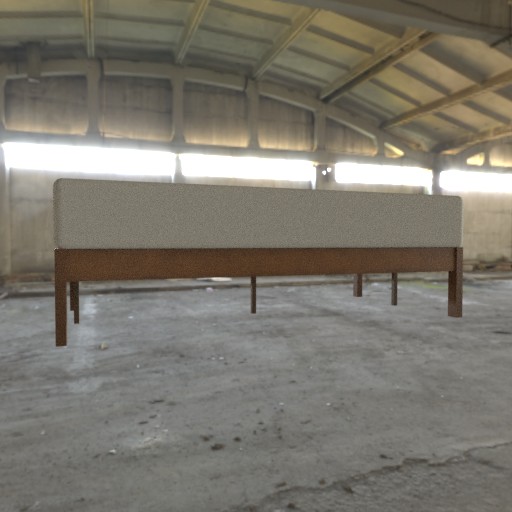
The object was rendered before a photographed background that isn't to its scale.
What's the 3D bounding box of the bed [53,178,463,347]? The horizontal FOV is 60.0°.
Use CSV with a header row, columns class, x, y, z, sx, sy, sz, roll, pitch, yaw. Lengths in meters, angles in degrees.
class,x,y,z,sx,sy,sz,roll,pitch,yaw
bed,0.000,0.000,2.379,1.902,0.616,0.961,-1,2,-20
